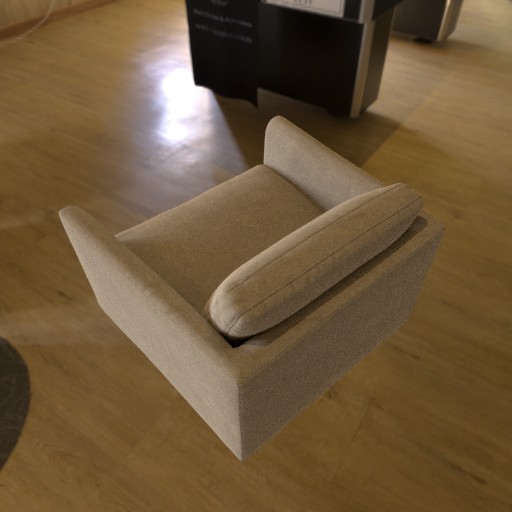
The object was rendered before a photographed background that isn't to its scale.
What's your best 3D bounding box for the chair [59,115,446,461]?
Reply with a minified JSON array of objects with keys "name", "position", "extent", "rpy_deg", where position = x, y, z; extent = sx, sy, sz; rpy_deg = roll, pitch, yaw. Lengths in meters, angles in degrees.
[{"name":"chair","position":[0.000,0.000,1.920],"extent":[1.190,0.845,1.091],"rpy_deg":[-31,54,-27]}]
